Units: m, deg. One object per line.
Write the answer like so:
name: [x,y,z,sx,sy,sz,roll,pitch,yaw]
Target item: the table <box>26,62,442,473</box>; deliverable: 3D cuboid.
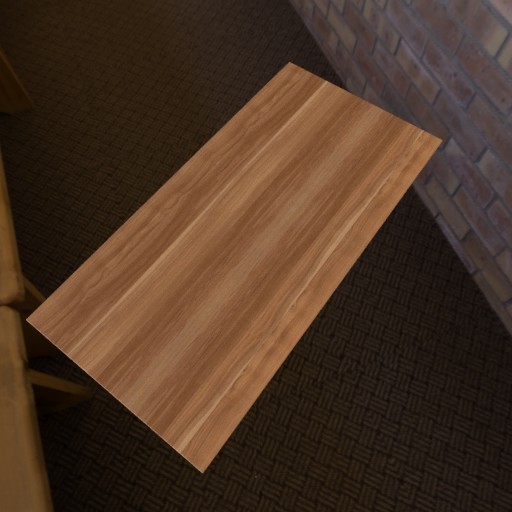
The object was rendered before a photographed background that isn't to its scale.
table: [0.000,0.000,2.494,1.000,0.770,2.000,34,68,15]
